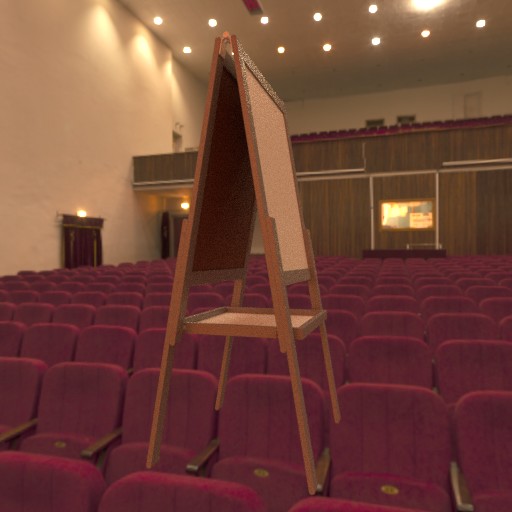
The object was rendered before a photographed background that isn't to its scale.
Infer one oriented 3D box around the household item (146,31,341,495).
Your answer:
[{"bbox_3d":[0.000,0.000,1.408,0.469,1.172,0.531,0,0,17],"label":"household item"}]
